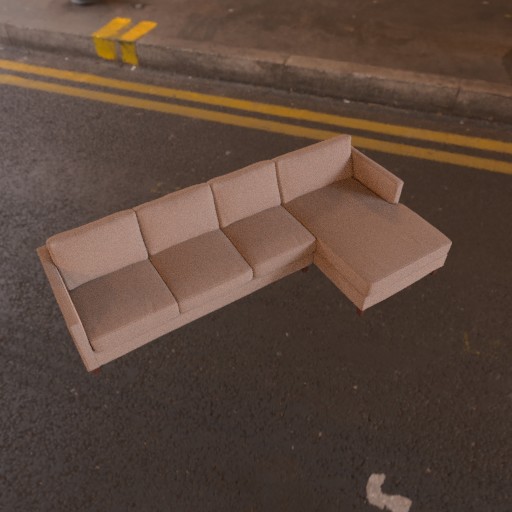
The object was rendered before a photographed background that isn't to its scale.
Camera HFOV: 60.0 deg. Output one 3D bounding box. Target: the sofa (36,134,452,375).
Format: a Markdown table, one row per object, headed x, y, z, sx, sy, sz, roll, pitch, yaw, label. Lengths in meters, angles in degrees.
| x | y | z | sx | sy | sz | roll | pitch | yaw | label |
| --- | --- | --- | --- | --- | --- | --- | --- | --- | --- |
| 0.000 | 0.000 | 3.840 | 3.186 | 0.861 | 1.625 | -24 | 50 | -22 | sofa |
